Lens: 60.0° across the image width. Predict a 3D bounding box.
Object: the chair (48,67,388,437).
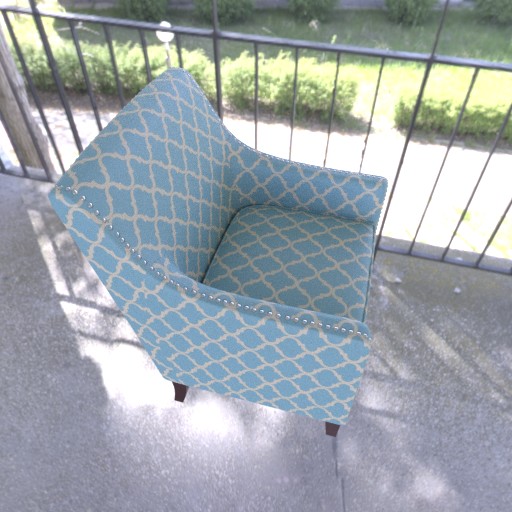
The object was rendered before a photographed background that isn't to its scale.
[{"bbox_3d":[0.000,0.000,1.279,0.686,0.817,0.617,11,47,11],"label":"chair"}]
